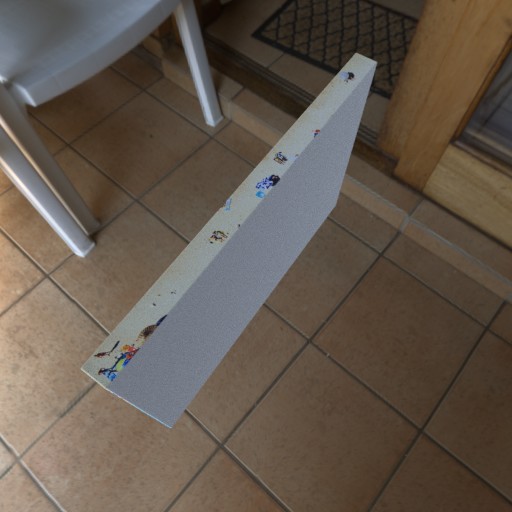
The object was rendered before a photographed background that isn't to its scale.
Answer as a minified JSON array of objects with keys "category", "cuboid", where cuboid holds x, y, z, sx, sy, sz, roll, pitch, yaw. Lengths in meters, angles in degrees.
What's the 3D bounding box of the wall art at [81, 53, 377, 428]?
[{"category":"wall art","cuboid":[0.000,0.000,1.127,0.057,0.595,0.894,32,68,15]}]
